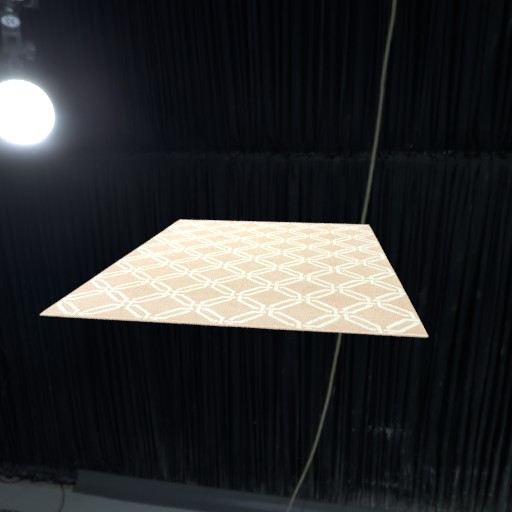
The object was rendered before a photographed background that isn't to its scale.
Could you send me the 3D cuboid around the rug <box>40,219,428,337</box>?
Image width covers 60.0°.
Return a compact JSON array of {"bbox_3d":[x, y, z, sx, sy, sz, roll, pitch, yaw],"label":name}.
[{"bbox_3d":[0.000,0.000,3.943,2.288,0.018,2.895,2,16,7],"label":"rug"}]
